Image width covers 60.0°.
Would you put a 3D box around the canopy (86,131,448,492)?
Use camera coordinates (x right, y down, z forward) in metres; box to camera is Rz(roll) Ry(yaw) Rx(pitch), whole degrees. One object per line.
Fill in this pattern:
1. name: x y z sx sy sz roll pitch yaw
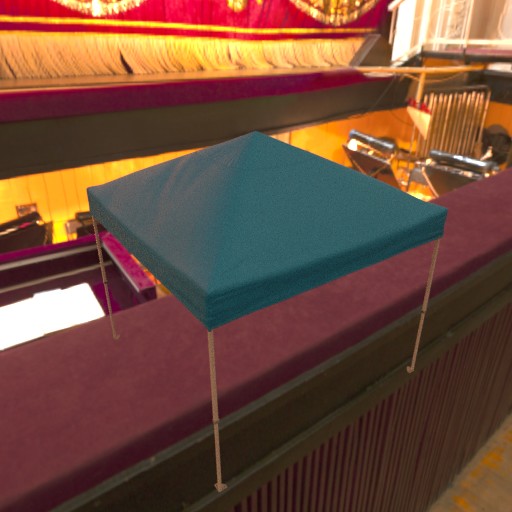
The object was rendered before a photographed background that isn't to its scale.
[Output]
1. canopy: 0.000 0.000 5.417 2.998 2.997 2.996 -18 32 -31
